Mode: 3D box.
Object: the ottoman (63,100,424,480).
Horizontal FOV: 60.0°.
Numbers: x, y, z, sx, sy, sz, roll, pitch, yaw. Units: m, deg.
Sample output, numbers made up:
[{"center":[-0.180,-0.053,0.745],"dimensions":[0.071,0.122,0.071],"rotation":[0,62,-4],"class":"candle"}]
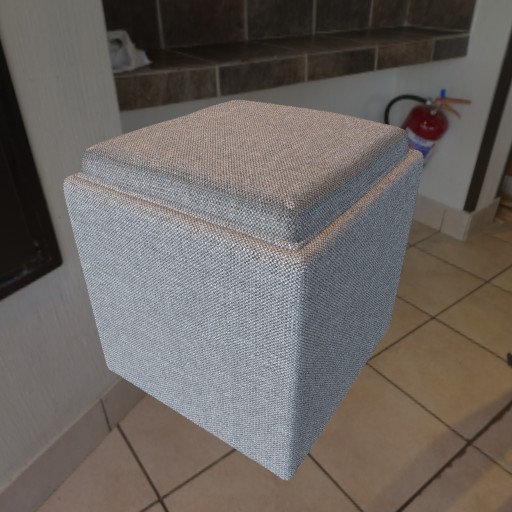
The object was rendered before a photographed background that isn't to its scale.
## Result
[{"center":[0.000,0.000,0.835],"dimensions":[0.436,0.487,0.454],"rotation":[20,37,29],"class":"ottoman"}]
